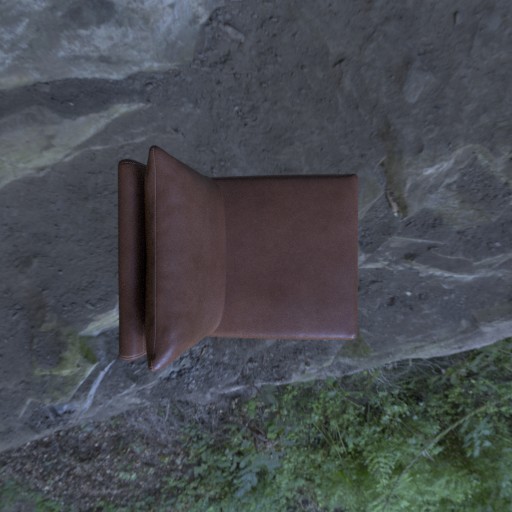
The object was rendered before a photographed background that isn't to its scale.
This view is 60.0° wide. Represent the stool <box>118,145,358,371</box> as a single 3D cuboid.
[{"bbox_3d":[0.000,0.000,1.413,0.571,1.124,0.463,0,91,1],"label":"stool"}]
